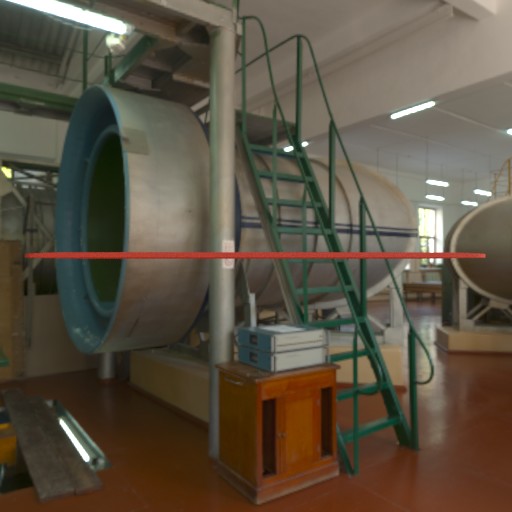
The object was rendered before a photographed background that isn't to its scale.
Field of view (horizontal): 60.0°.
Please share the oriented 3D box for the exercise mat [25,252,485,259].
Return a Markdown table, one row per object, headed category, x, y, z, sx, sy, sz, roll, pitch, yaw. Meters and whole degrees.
| category | x | y | z | sx | sy | sz | roll | pitch | yaw |
| --- | --- | --- | --- | --- | --- | --- | --- | --- | --- |
| exercise mat | 0.000 | 0.000 | 2.062 | 1.869 | 0.021 | 0.616 | 0 | -1 | -1 |
